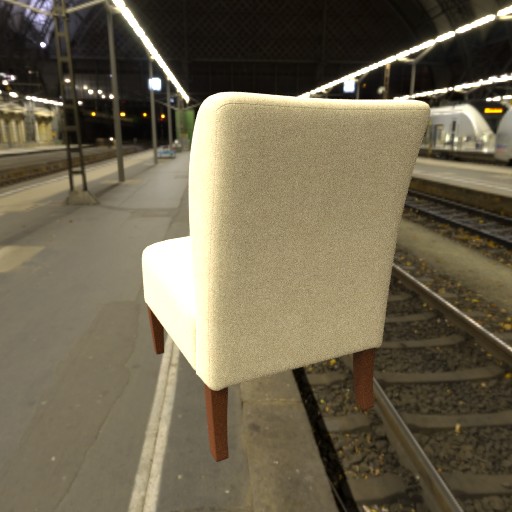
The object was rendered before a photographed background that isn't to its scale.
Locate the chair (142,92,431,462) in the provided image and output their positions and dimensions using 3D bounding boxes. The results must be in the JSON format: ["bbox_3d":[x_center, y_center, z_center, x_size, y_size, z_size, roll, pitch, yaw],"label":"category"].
[{"bbox_3d":[0.000,0.000,1.294,0.521,0.833,0.754,-8,17,-26],"label":"chair"}]
